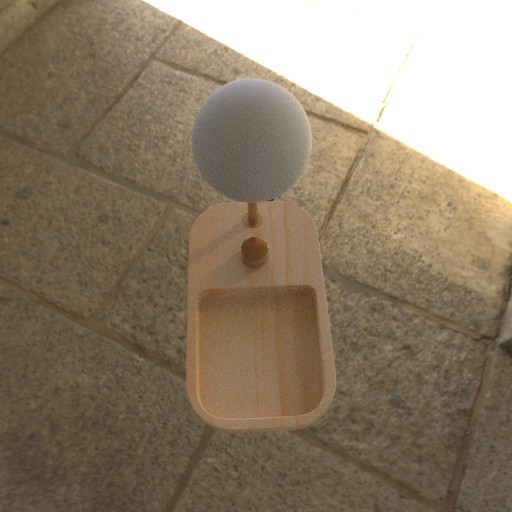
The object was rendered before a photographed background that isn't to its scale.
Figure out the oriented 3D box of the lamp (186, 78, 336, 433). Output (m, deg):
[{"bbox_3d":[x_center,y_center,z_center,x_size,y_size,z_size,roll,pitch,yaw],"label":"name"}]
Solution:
[{"bbox_3d":[0.000,0.000,0.476,0.173,0.253,0.331,-2,63,-1],"label":"lamp"}]
